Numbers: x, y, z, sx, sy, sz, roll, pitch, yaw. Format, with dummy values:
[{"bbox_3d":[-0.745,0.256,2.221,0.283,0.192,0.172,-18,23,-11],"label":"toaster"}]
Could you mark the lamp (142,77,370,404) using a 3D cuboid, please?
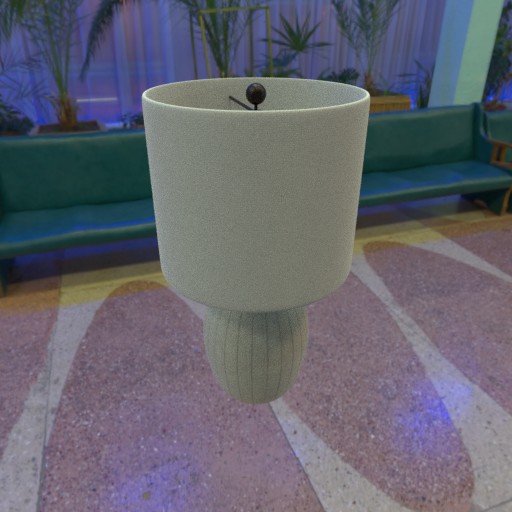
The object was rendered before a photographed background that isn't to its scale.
[{"bbox_3d":[0.000,0.000,0.778,0.328,0.570,0.328,0,28,0],"label":"lamp"}]
